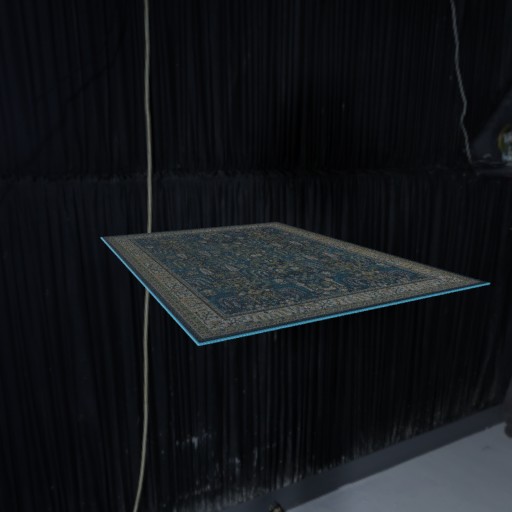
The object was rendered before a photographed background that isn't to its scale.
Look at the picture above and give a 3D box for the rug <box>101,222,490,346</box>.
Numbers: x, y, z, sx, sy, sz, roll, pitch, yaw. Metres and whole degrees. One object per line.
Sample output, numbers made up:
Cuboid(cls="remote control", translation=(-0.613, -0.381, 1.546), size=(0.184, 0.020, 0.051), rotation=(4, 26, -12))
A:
Cuboid(cls="rug", translation=(0.000, 0.000, 4.006), size=(2.226, 0.015, 3.044), rotation=(-7, 15, -27))
